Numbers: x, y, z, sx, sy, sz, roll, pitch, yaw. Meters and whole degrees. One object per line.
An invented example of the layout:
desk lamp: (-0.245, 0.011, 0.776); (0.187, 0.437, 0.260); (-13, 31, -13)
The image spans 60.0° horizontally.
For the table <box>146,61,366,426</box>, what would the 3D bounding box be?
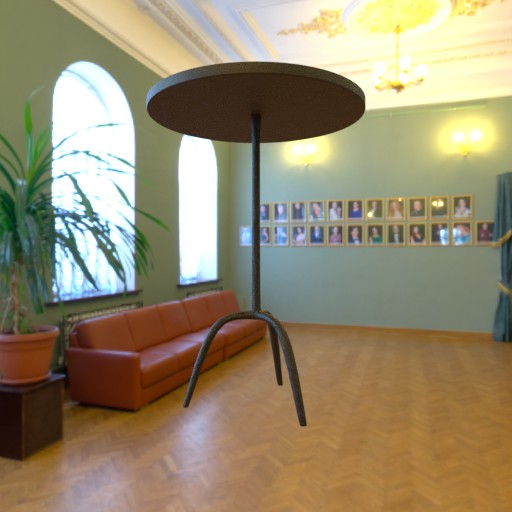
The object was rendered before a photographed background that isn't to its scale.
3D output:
table: (0.000, 0.000, 1.047); (0.502, 0.700, 0.502); (0, 0, 17)
